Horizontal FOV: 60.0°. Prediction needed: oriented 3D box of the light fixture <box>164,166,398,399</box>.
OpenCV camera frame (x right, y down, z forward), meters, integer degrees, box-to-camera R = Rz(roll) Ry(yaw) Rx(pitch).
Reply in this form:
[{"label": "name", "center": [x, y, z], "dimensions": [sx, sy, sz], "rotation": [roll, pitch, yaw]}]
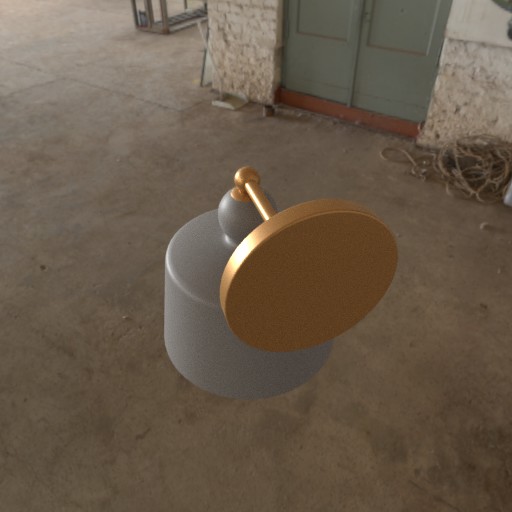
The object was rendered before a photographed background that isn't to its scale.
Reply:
[{"label": "light fixture", "center": [0.000, 0.000, 0.436], "dimensions": [0.204, 0.268, 0.254], "rotation": [-12, 41, -14]}]
